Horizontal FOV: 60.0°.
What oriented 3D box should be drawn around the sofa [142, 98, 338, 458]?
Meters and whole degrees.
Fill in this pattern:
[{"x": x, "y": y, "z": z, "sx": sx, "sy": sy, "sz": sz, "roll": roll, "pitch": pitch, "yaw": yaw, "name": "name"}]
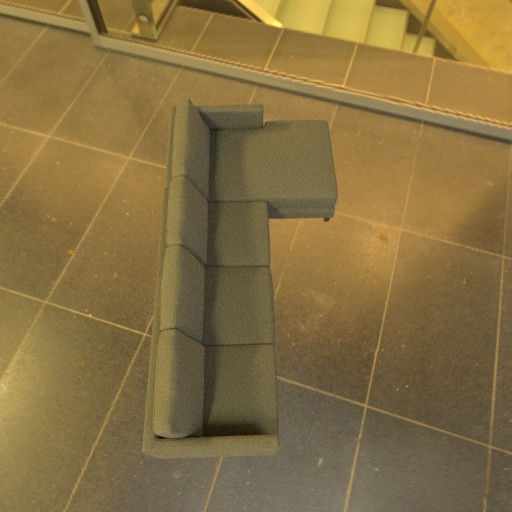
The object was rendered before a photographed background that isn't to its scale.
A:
[{"x": 0.000, "y": 0.000, "z": 3.909, "sx": 1.625, "sy": 0.861, "sz": 3.186, "roll": -2, "pitch": 62, "yaw": -1, "name": "sofa"}]
